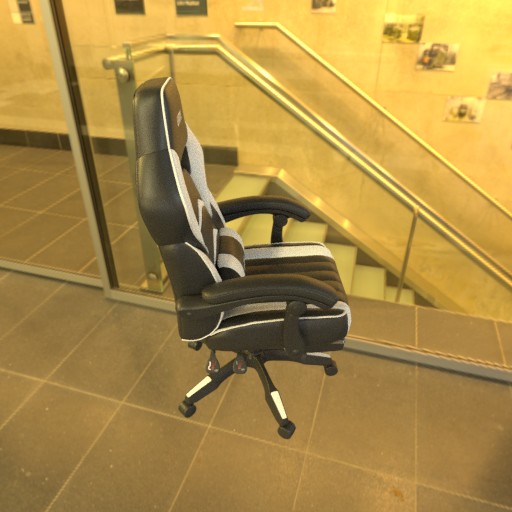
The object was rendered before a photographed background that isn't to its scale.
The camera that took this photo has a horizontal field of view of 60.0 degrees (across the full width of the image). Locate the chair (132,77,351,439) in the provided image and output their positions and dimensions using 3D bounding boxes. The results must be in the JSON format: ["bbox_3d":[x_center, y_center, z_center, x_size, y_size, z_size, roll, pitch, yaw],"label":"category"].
[{"bbox_3d":[0.000,0.000,1.604,0.700,1.200,0.676,-1,32,-2],"label":"chair"}]
